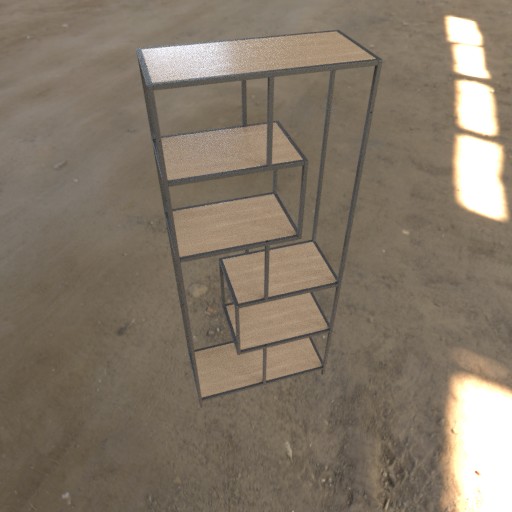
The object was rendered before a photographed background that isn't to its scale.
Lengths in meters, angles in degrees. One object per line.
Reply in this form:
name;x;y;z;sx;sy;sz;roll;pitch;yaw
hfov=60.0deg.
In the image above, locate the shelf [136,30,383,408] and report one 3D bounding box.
shelf;0.000;0.000;2.123;0.770;1.850;0.350;-11;43;-12
